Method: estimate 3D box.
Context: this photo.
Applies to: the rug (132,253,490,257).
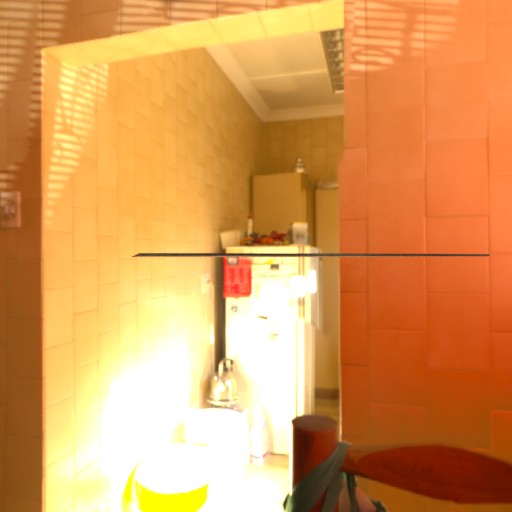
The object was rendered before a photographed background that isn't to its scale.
[{"bbox_3d":[0.000,0.000,2.293,1.221,0.009,1.825,0,0,-16],"label":"rug"}]
